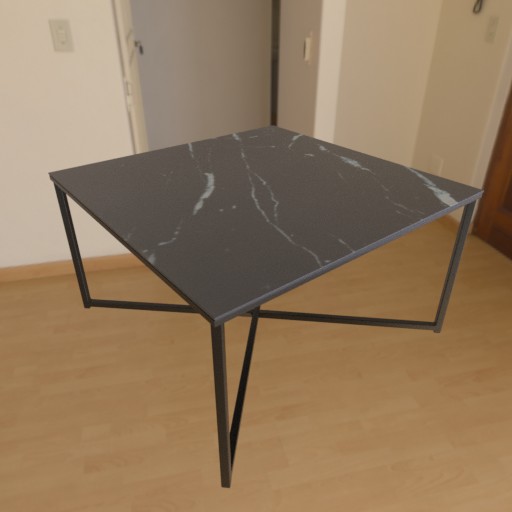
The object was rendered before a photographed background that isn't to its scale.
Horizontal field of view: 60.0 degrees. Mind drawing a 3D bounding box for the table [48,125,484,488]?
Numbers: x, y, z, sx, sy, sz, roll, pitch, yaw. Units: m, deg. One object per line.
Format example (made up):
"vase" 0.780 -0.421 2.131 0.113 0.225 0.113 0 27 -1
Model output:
"table" 0.000 0.000 1.259 0.800 0.450 0.800 -22 37 -33
